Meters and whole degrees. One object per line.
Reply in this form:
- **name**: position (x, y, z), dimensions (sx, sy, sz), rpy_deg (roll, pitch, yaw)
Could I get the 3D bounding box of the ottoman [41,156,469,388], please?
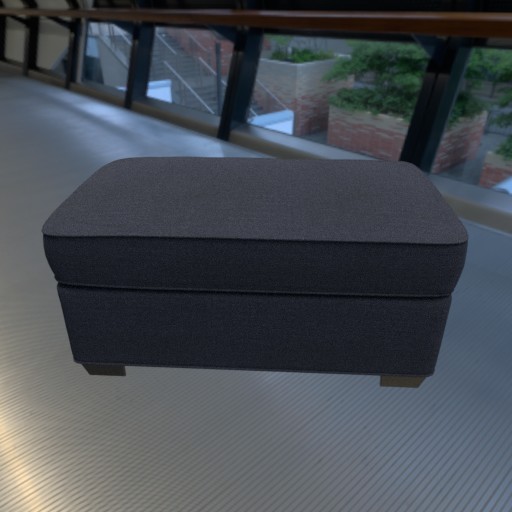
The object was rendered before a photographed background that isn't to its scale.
- **ottoman**: position (0.000, 0.000, 1.178), dimensions (0.895, 0.453, 0.505), rpy_deg (2, 31, 3)
